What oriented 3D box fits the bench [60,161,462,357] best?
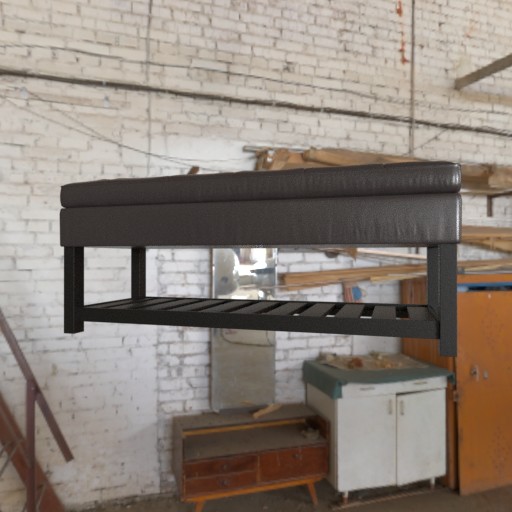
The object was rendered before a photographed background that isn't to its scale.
[{"bbox_3d":[0.000,0.000,1.355,1.105,0.460,0.432,0,0,17],"label":"bench"}]
